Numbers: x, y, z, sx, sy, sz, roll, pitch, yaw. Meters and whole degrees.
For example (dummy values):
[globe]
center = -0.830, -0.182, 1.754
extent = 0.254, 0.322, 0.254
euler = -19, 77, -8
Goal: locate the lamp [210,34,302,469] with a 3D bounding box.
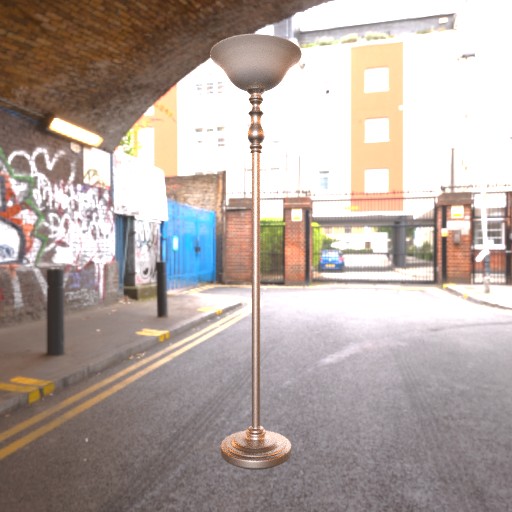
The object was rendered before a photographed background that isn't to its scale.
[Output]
[lamp]
center = 0.000, 0.000, 1.971
extent = 0.405, 1.771, 0.405
euler = 0, 1, -38
